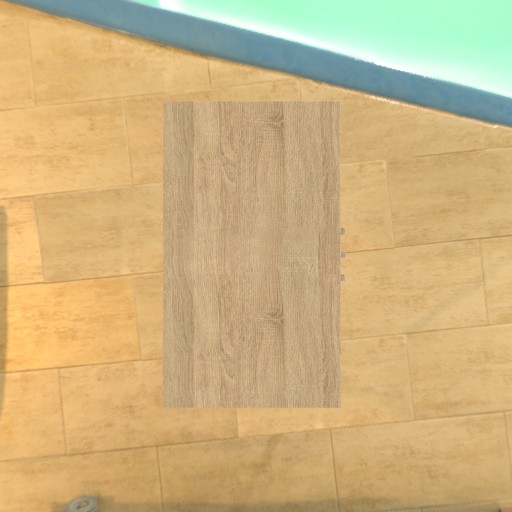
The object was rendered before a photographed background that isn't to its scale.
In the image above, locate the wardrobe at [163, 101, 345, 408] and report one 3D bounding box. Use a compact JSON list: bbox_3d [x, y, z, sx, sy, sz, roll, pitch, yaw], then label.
[{"bbox_3d":[0.000,0.000,2.423,0.600,1.960,1.000,0,90,0],"label":"wardrobe"}]
